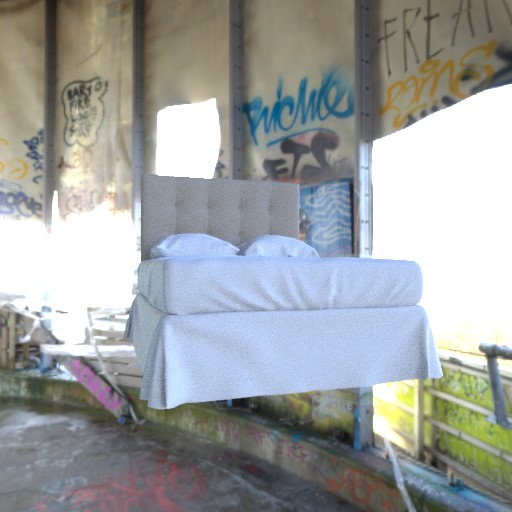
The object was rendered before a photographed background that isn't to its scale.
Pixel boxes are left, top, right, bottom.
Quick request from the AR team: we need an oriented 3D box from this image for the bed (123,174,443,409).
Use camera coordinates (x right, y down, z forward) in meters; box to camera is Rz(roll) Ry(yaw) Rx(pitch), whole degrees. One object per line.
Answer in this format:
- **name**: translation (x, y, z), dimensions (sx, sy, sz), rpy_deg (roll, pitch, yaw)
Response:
- **bed**: translation (0.000, 0.000, 3.502), dimensions (1.936, 1.577, 2.222), rpy_deg (0, -1, -19)
